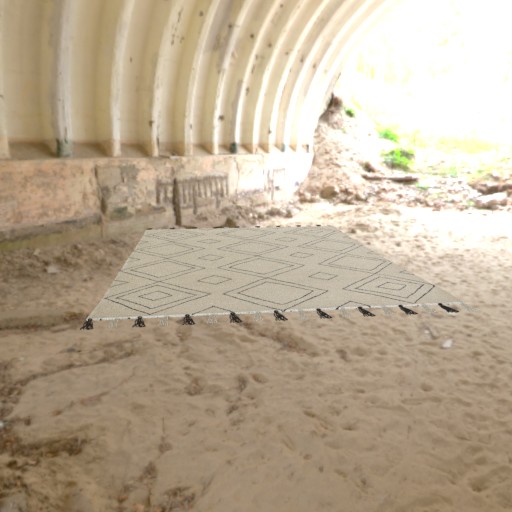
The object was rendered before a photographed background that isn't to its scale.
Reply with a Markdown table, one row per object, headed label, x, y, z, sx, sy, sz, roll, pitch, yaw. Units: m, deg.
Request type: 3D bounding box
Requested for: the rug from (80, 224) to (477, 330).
| label | x | y | z | sx | sy | sz | roll | pitch | yaw |
| --- | --- | --- | --- | --- | --- | --- | --- | --- | --- |
| rug | 0.000 | 0.000 | 4.112 | 2.342 | 0.026 | 3.221 | -2 | 14 | -7 |
